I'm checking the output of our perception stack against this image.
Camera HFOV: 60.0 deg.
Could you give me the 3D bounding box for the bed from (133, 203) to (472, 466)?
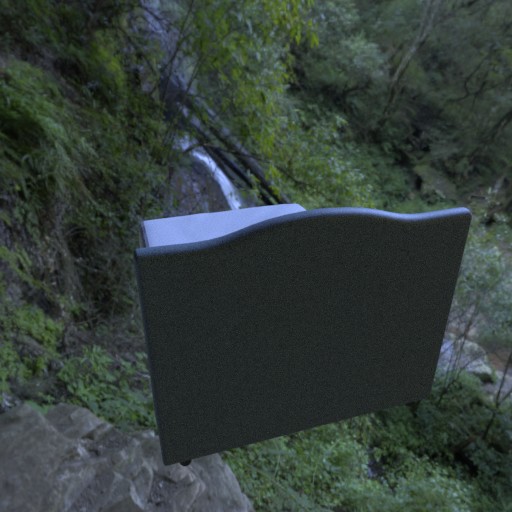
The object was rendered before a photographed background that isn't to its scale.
[{"bbox_3d":[0.000,0.000,3.286,1.753,1.460,2.143,-8,28,-16],"label":"bed"}]
